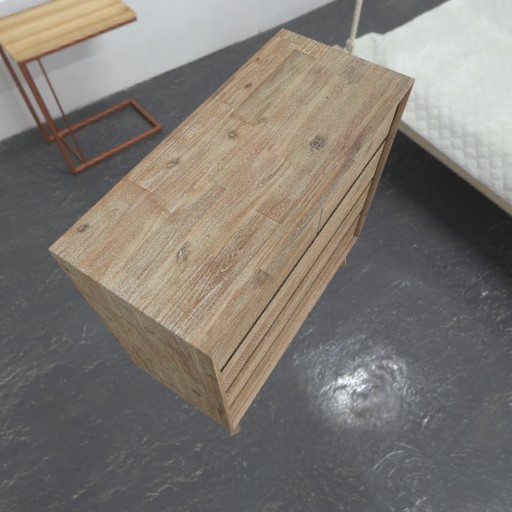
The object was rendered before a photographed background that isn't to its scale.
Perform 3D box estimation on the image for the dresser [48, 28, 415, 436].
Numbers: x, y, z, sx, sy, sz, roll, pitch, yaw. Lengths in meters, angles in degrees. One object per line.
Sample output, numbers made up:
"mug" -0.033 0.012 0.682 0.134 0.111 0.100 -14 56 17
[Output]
"dresser" 0.000 0.000 1.579 0.455 1.029 0.998 29 63 16
